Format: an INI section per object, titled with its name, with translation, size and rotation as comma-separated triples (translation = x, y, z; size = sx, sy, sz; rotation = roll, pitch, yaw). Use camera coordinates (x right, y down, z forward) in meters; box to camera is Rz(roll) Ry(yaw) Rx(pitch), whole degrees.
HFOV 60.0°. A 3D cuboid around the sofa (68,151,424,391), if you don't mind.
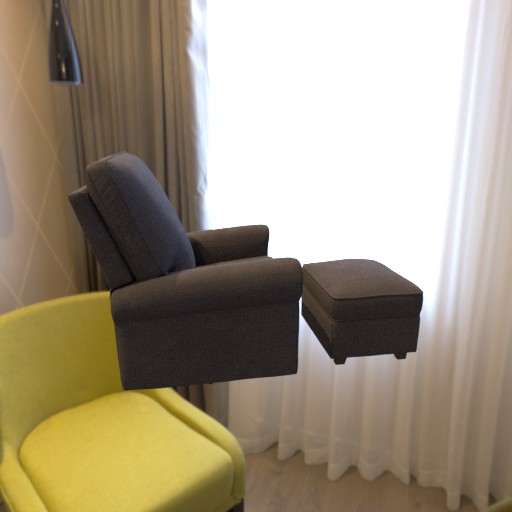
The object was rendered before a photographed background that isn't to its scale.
[sofa]
translation = 0.000, 0.000, 2.108
size = 1.478, 0.959, 0.880
rotation = -3, 16, -9
